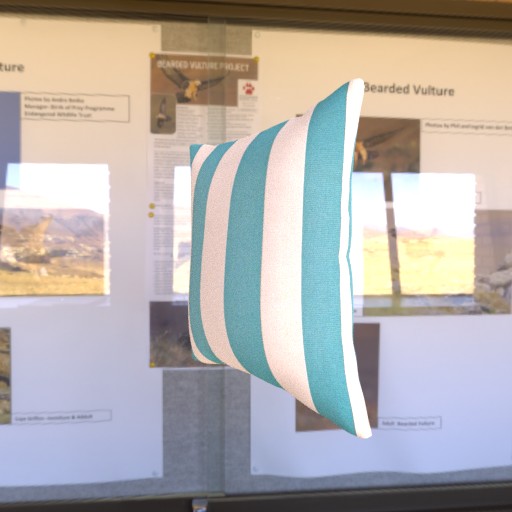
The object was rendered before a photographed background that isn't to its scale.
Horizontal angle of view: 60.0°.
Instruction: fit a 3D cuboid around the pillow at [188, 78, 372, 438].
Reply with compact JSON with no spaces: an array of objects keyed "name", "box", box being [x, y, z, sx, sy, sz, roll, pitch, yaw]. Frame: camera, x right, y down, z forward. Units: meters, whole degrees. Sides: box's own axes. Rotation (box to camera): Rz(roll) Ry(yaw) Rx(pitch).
[{"name":"pillow","box":[0.000,0.000,0.848,0.189,0.526,0.536,-1,1,-37]}]
